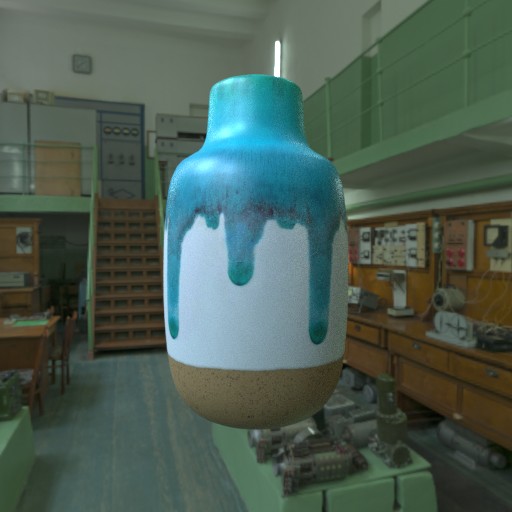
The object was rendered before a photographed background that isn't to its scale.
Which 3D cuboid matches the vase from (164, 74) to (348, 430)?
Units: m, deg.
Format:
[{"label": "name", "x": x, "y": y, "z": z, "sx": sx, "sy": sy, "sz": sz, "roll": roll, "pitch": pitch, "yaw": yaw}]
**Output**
[{"label": "vase", "x": 0.000, "y": 0.000, "z": 0.259, "sx": 0.106, "sy": 0.192, "sz": 0.106, "roll": 0, "pitch": 1, "yaw": 0}]
